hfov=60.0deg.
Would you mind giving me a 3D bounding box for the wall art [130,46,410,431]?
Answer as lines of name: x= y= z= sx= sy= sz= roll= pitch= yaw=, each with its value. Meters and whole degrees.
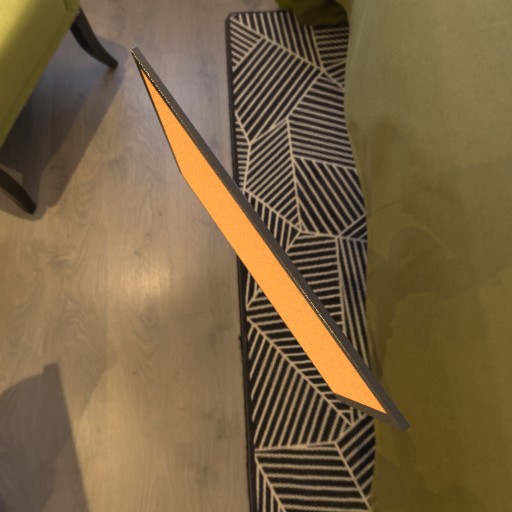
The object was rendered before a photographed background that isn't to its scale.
wall art: x=0.000 y=0.000 z=1.025 sx=0.015 sy=0.552 sz=0.819 roll=-34 pitch=79 yaw=-7
